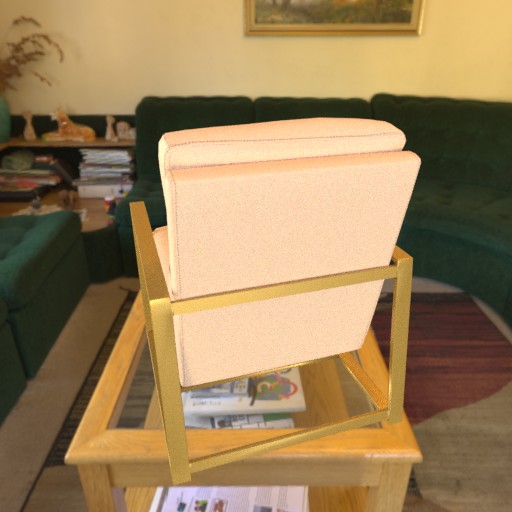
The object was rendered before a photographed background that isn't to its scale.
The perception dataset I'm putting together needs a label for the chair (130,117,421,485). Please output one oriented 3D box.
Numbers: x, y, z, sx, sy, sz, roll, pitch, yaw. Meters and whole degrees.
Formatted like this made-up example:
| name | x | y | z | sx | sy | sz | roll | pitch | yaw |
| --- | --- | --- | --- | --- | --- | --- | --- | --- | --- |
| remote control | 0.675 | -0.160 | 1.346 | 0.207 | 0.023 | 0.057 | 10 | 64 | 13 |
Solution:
| name | x | y | z | sx | sy | sz | roll | pitch | yaw |
| --- | --- | --- | --- | --- | --- | --- | --- | --- | --- |
| chair | 0.000 | 0.000 | 1.497 | 0.758 | 0.956 | 0.813 | -8 | 27 | -16 |
